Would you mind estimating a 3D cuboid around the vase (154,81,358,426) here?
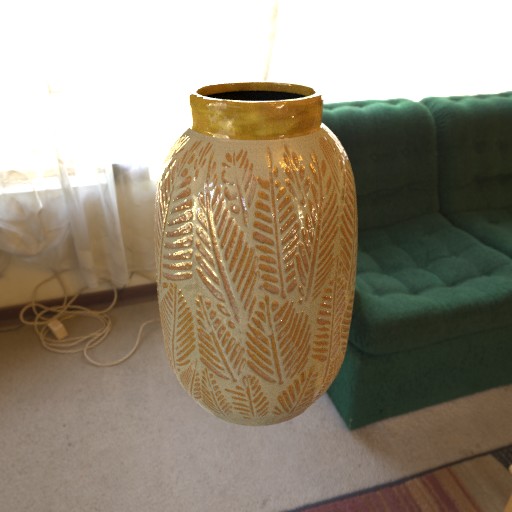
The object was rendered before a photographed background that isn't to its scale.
[{"bbox_3d":[0.000,0.000,0.381,0.172,0.270,0.172,0,29,0],"label":"vase"}]
